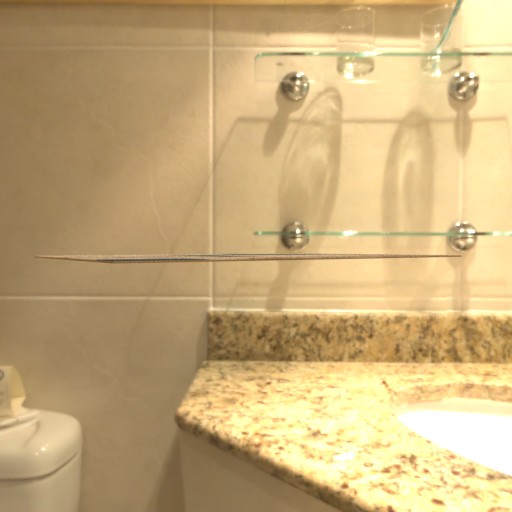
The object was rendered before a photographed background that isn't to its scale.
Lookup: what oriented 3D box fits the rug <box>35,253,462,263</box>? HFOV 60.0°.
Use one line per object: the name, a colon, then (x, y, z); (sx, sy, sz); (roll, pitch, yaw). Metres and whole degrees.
rug: (0.000, 0.000, 2.967); (2.436, 0.015, 1.521); (-1, 1, -36)
